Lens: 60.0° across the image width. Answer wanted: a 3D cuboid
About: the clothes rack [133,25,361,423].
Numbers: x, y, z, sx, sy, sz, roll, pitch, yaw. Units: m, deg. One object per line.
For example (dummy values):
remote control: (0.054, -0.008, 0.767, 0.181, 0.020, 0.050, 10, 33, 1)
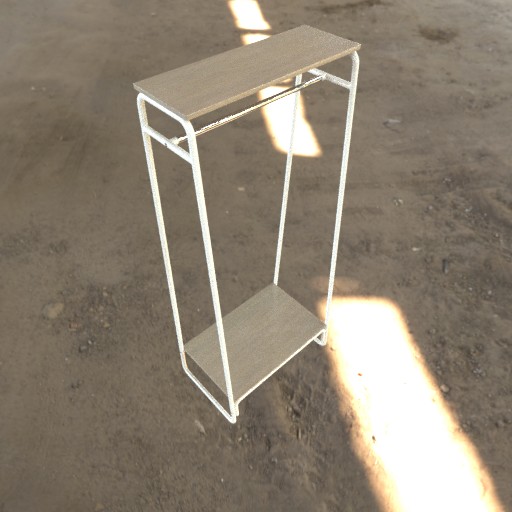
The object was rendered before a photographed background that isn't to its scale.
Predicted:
clothes rack: (0.000, 0.000, 1.755, 0.640, 1.512, 0.400, -33, 54, -28)
